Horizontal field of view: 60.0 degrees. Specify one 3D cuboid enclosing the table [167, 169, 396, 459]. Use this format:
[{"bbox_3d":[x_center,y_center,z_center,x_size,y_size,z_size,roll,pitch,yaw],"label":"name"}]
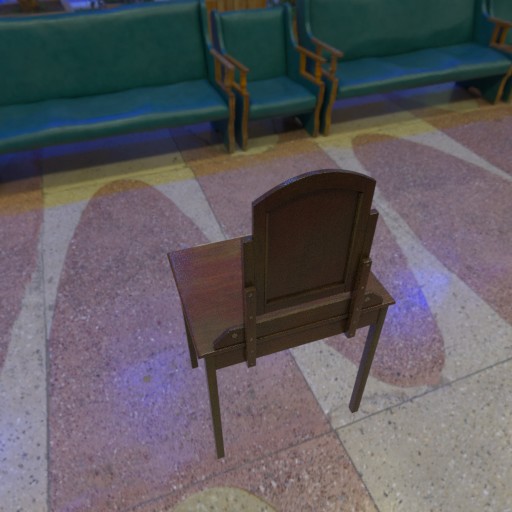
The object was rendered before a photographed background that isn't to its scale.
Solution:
[{"bbox_3d":[0.000,0.000,2.278,0.876,1.631,1.211,-13,43,-14],"label":"table"}]
